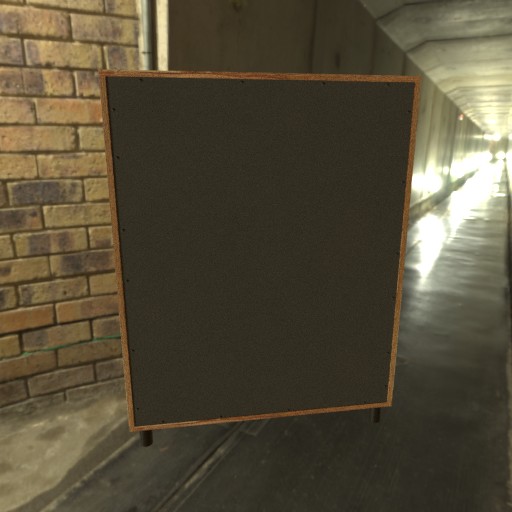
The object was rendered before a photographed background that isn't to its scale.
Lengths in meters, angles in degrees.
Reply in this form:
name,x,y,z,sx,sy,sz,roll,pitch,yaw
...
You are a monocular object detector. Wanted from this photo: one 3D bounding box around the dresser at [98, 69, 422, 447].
name,x,y,z,sx,sy,sz,roll,pitch,yaw
dresser,0.000,0.000,1.693,0.966,1.243,0.480,-2,15,-9
